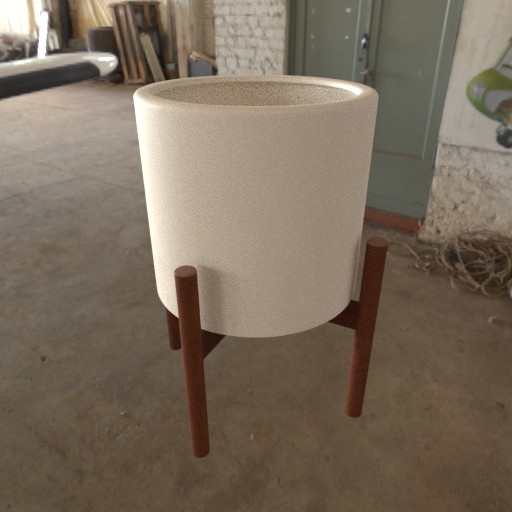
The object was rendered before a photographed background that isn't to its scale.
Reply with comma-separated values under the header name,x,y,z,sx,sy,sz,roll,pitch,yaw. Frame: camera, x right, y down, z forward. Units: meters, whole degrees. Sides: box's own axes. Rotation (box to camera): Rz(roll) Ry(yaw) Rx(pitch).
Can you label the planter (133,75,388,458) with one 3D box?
name,x,y,z,sx,sy,sz,roll,pitch,yaw
planter,0.000,0.000,0.499,0.224,0.358,0.224,-8,29,-15
